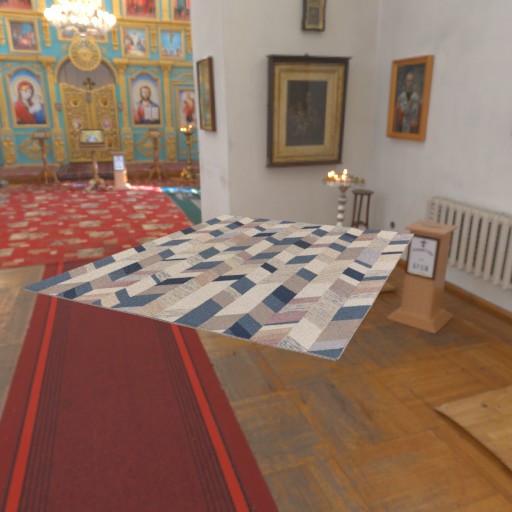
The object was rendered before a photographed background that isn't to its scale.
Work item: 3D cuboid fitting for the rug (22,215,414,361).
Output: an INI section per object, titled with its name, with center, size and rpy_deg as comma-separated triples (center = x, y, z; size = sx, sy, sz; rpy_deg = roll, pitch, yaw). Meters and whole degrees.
[rug]
center = 0.000, 0.000, 4.142
size = 2.451, 0.011, 3.072
rpy_deg = 8, 18, 25
